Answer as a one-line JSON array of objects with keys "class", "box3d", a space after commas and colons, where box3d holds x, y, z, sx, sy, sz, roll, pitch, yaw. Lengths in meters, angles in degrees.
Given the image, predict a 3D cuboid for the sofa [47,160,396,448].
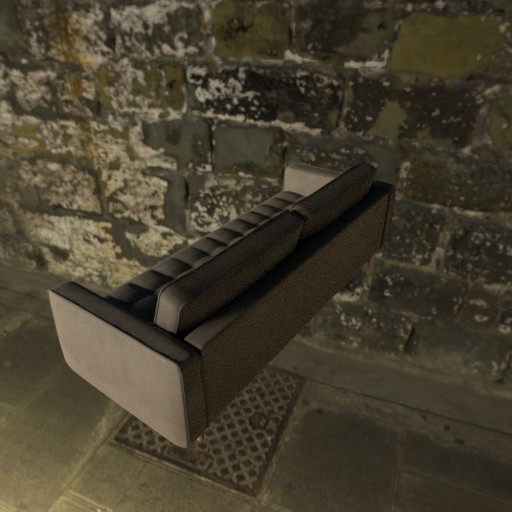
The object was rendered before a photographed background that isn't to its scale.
[{"class": "sofa", "box3d": [0.000, 0.000, 2.773, 0.923, 0.813, 2.295, 21, 37, 30]}]
